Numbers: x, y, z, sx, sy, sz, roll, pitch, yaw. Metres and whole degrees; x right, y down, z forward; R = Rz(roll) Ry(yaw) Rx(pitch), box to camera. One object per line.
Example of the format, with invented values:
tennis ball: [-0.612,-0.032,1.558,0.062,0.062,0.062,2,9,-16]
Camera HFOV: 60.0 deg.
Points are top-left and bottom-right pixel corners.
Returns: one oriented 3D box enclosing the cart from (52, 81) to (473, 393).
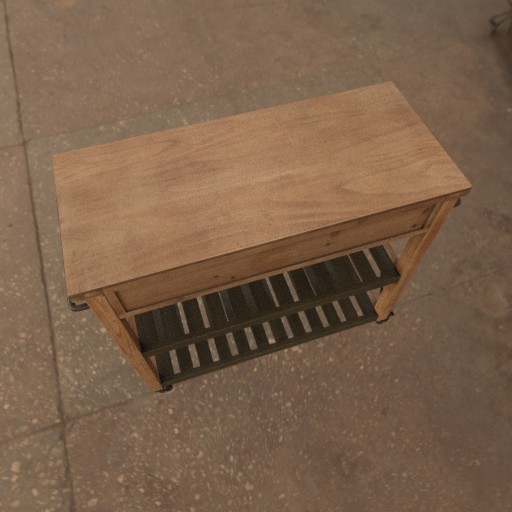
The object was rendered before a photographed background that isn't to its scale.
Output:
cart: [0.000,0.000,0.977,0.686,0.554,0.298,-15,59,-10]
